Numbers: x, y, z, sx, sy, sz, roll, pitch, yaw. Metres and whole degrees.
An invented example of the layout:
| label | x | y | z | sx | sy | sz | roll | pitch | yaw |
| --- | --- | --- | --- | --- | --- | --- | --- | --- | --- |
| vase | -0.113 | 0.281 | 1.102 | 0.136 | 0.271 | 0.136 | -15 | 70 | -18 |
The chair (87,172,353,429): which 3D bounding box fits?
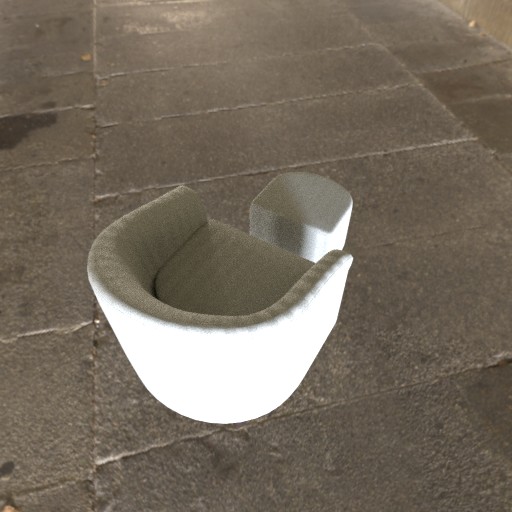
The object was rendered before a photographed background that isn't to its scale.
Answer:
| label | x | y | z | sx | sy | sz | roll | pitch | yaw |
| --- | --- | --- | --- | --- | --- | --- | --- | --- | --- |
| chair | 0.000 | 0.000 | 1.786 | 0.756 | 0.757 | 1.288 | 24 | 52 | 21 |
